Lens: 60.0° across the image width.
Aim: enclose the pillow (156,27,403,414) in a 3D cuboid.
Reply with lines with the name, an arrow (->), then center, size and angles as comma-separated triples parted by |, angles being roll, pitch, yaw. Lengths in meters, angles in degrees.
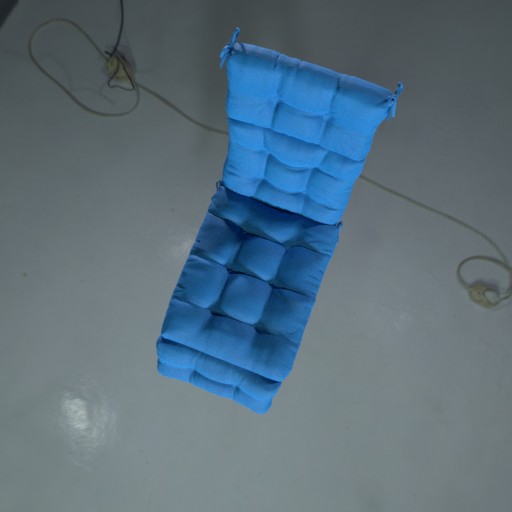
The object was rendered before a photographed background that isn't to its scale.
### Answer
pillow -> 0.000, 0.000, 1.505 | 0.526, 0.863, 1.016 | 20, 77, 5
